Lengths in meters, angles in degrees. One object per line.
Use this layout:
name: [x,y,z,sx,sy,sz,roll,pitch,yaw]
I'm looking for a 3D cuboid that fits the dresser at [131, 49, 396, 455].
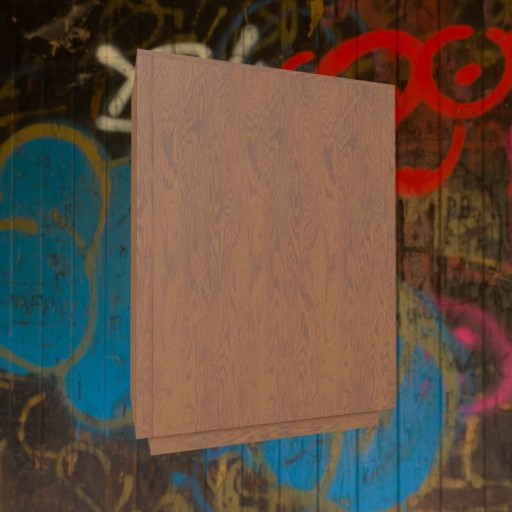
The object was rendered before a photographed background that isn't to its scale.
dresser: [0.000,0.000,1.805,0.964,1.320,0.516,0,-1,-18]
